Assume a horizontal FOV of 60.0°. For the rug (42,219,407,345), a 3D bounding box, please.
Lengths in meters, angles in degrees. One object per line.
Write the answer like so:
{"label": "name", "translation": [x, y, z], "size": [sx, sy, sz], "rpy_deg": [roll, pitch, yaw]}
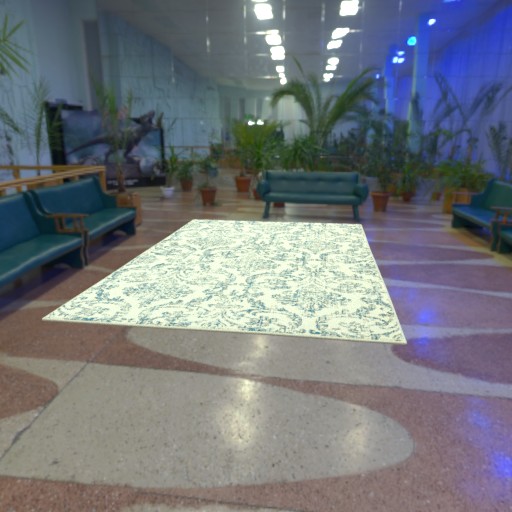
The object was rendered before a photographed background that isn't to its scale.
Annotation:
{"label": "rug", "translation": [0.000, 0.000, 3.458], "size": [1.819, 0.018, 2.746], "rpy_deg": [2, 16, 8]}
